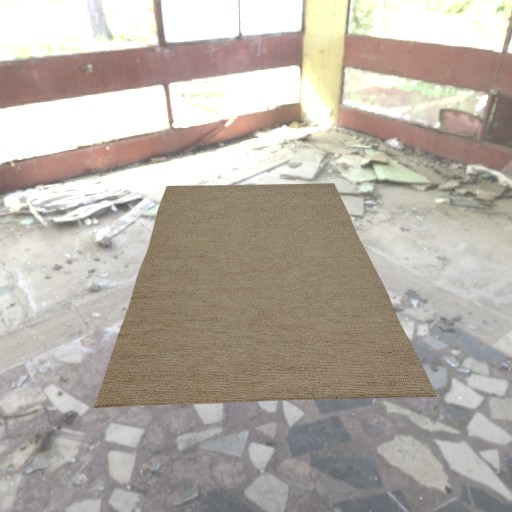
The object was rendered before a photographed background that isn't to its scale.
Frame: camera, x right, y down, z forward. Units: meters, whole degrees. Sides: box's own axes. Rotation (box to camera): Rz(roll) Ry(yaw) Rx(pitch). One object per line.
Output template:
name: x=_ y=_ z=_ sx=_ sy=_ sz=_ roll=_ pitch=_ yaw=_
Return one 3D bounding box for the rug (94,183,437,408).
rug: x=0.000 y=0.000 z=2.992 sx=1.533 sy=0.011 sz=2.439 roll=-1 pitch=32 yaw=-2
